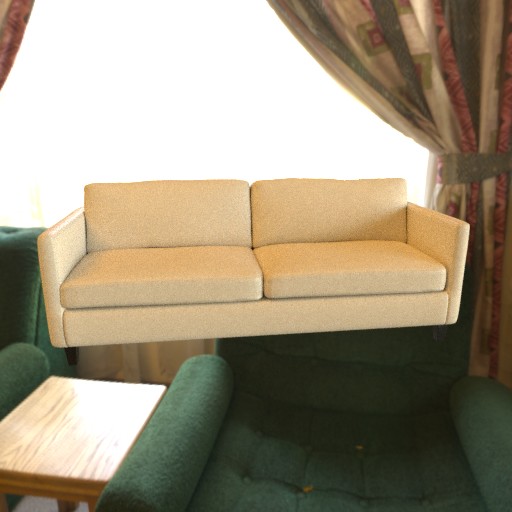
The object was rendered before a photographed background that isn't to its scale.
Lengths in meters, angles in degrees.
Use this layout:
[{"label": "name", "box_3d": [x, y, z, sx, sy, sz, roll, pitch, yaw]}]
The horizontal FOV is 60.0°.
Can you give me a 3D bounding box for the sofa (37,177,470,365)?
[{"label": "sofa", "box_3d": [0.000, 0.000, 2.929, 2.434, 0.965, 0.948, -2, 16, -7]}]
